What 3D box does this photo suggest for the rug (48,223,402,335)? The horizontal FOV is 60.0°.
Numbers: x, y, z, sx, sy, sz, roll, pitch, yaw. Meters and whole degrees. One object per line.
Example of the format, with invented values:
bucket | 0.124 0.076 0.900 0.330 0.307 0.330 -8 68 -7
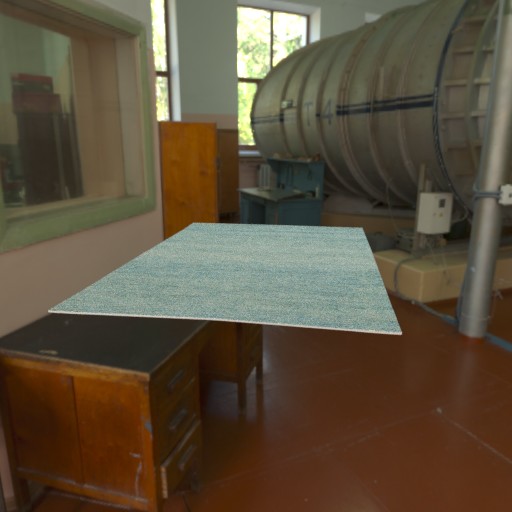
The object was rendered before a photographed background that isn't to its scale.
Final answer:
rug | 0.000 0.000 3.038 1.593 0.029 2.305 2 15 9
